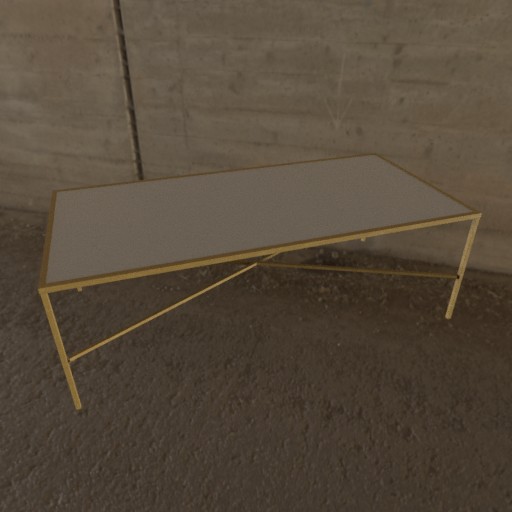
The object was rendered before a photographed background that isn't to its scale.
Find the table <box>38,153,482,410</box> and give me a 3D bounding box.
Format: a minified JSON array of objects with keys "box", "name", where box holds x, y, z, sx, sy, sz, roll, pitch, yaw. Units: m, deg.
[{"box":[0.000,0.000,1.477,1.206,0.398,0.580,-10,33,-16],"name":"table"}]
